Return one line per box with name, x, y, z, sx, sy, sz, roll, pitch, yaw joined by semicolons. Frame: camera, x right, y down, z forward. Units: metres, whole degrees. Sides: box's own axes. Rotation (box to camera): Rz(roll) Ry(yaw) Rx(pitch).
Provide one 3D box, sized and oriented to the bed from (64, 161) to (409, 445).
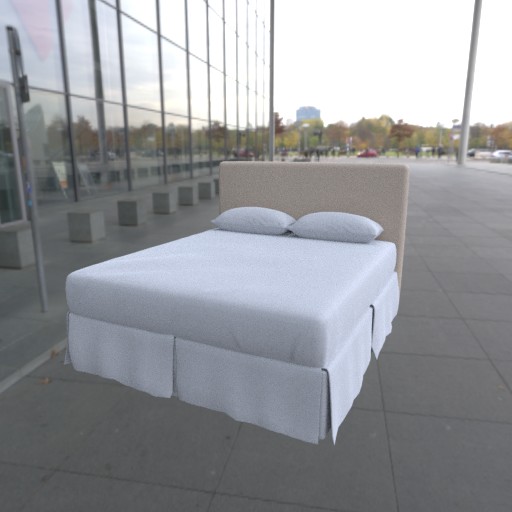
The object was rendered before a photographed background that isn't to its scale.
bed;0.000;0.000;3.327;1.884;1.330;2.142;7;15;26
